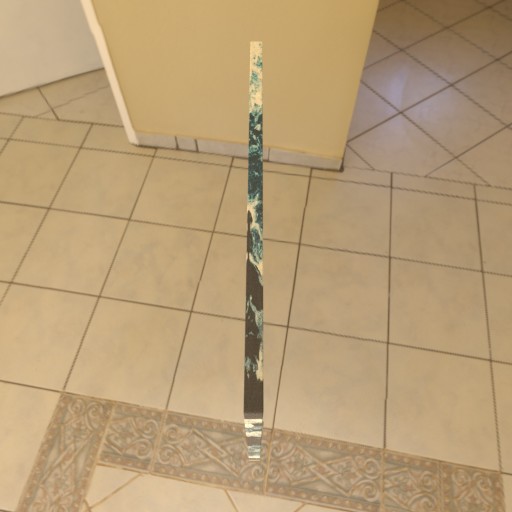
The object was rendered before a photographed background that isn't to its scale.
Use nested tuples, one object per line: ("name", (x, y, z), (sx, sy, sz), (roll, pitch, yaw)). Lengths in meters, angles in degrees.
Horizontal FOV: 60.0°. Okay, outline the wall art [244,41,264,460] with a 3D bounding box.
("wall art", (0.000, 0.000, 1.932), (0.055, 1.017, 1.524), (0, 59, 0))
